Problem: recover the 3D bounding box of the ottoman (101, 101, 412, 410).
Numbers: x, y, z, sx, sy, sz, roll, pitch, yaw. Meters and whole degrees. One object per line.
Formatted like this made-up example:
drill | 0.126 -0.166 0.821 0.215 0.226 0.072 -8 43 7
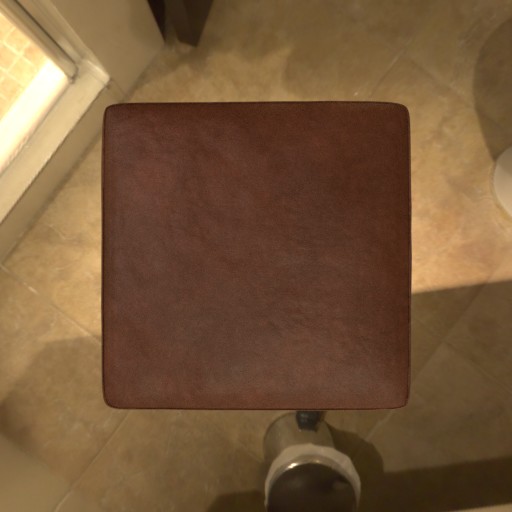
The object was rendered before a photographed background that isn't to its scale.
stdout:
ottoman | 0.000 0.000 1.324 0.844 0.415 0.836 0 90 1
